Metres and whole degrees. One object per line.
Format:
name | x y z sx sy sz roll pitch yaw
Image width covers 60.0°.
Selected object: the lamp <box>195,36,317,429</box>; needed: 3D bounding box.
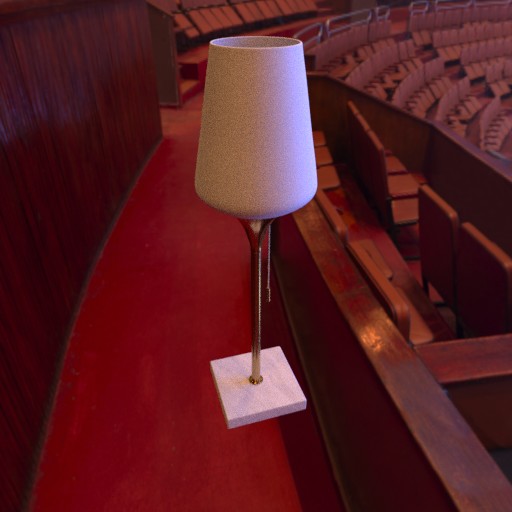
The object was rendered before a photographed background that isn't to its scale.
lamp | 0.000 0.000 0.729 0.181 0.639 0.181 -9 34 -14
